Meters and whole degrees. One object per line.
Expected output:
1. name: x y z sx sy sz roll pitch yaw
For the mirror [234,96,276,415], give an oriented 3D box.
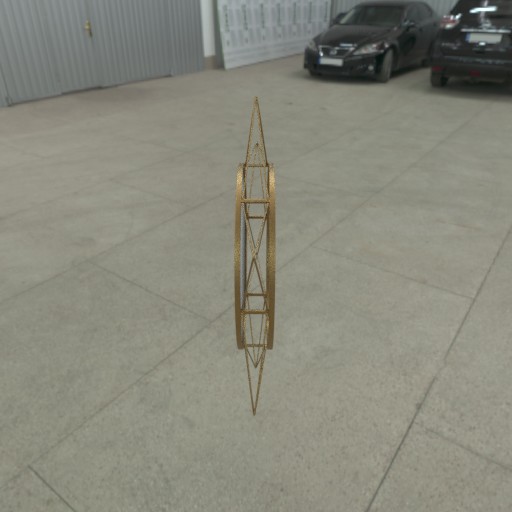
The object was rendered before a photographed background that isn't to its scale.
1. mirror: 0.000 0.000 0.839 0.062 0.581 0.498 0 31 1
